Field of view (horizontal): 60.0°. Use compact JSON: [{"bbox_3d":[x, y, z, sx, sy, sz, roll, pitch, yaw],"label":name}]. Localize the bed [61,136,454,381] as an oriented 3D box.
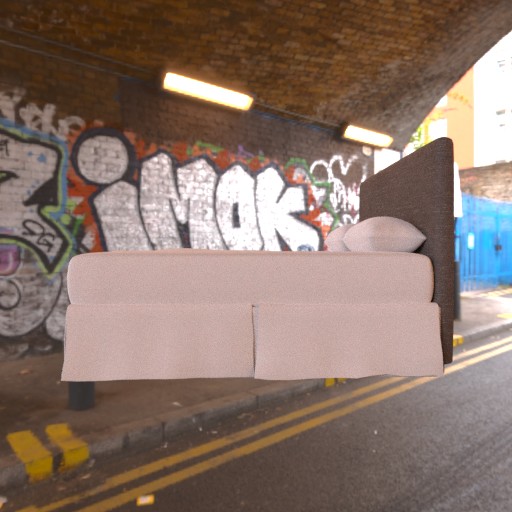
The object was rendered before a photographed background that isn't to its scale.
[{"bbox_3d":[0.000,0.000,3.161,2.142,1.330,1.723,0,1,-1],"label":"bed"}]
